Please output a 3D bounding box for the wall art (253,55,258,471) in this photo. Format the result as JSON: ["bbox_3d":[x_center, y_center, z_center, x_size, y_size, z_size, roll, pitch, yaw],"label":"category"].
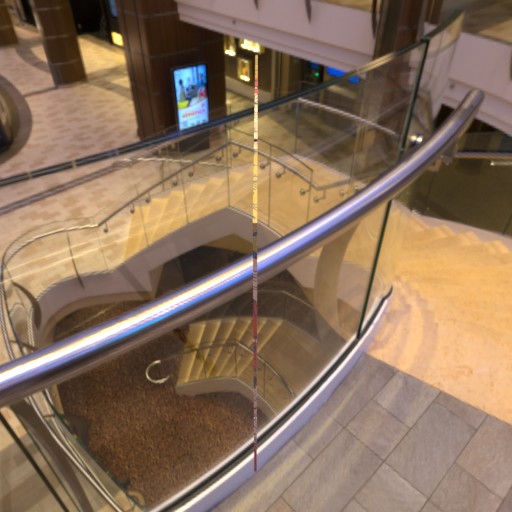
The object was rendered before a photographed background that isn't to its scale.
[{"bbox_3d":[0.000,0.000,2.294,0.013,1.534,1.519,0,40,0],"label":"wall art"}]
